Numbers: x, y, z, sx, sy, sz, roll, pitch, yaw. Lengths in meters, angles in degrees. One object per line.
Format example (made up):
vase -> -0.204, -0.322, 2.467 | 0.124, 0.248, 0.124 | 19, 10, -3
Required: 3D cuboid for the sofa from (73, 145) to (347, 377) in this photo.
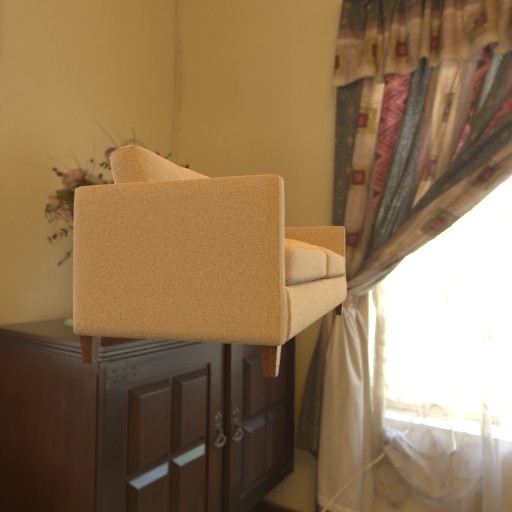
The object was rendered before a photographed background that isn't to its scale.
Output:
sofa -> 0.000, 0.000, 2.872 | 0.951, 0.968, 2.361 | 0, -1, 17
